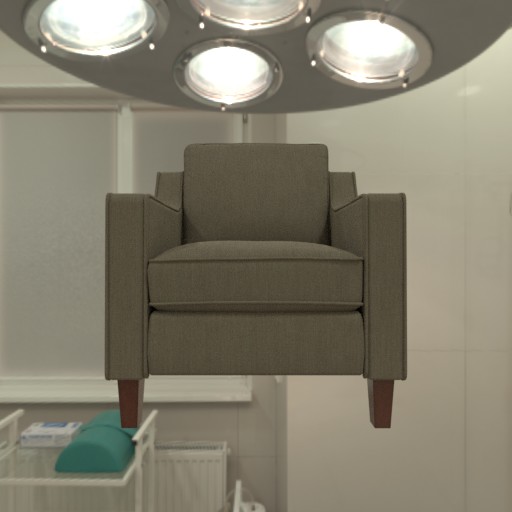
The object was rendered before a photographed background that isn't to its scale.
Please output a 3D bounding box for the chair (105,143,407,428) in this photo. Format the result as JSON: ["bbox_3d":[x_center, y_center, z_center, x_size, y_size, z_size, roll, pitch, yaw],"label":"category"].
[{"bbox_3d":[0.000,0.000,1.641,0.831,0.960,0.909,0,0,0],"label":"chair"}]
